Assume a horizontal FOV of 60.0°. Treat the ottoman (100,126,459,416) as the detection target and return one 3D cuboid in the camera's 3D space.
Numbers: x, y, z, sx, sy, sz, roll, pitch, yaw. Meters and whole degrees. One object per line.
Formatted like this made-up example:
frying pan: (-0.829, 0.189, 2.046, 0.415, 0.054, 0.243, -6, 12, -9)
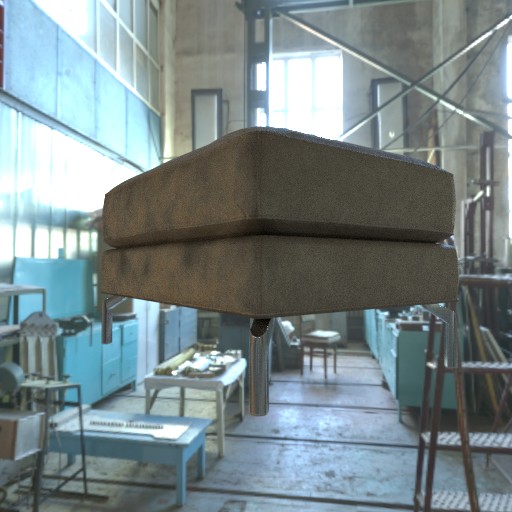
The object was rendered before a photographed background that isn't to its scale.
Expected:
ottoman: (0.000, 0.000, 1.038, 0.520, 0.456, 0.719, 1, -2, -36)
